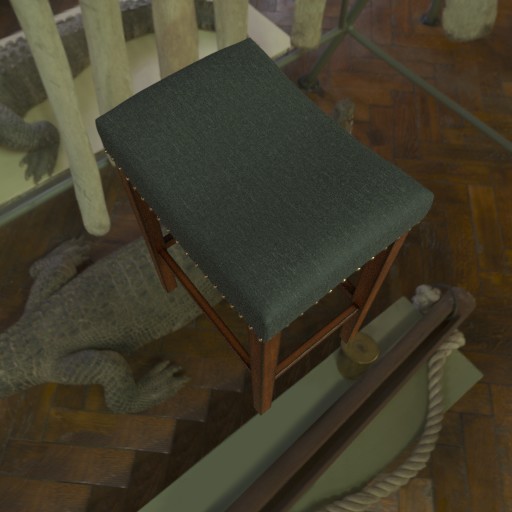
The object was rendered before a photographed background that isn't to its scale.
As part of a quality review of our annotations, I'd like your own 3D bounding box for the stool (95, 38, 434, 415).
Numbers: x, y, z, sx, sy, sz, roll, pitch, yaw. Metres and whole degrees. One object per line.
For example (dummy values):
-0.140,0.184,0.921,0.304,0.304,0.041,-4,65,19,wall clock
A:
0.000,0.000,1.041,0.366,0.760,0.502,-35,68,-16,stool
